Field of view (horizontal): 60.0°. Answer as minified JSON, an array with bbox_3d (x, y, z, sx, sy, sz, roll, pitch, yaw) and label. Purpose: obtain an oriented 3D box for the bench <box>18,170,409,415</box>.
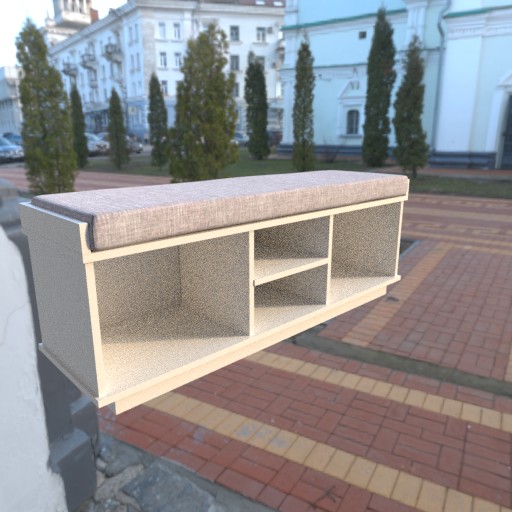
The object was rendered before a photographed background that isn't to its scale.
[{"bbox_3d":[0.000,0.000,1.366,1.196,0.453,0.363,-14,21,-42],"label":"bench"}]
